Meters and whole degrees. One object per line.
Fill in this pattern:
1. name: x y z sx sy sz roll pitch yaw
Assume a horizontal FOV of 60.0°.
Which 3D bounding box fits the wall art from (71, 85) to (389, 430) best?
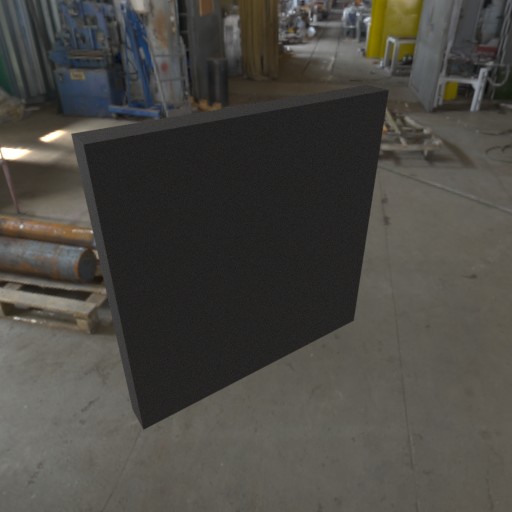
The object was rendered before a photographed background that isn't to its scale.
1. wall art: 0.000 0.000 0.469 0.308 0.305 0.030 -20 37 -29
